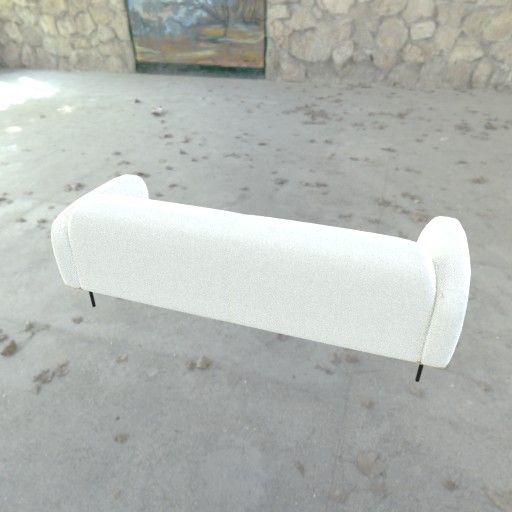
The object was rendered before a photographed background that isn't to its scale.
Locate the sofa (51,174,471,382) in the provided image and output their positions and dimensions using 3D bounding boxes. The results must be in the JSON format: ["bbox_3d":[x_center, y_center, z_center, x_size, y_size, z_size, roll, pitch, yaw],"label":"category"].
[{"bbox_3d":[0.000,0.000,2.622,2.280,0.780,0.870,10,33,16],"label":"sofa"}]
